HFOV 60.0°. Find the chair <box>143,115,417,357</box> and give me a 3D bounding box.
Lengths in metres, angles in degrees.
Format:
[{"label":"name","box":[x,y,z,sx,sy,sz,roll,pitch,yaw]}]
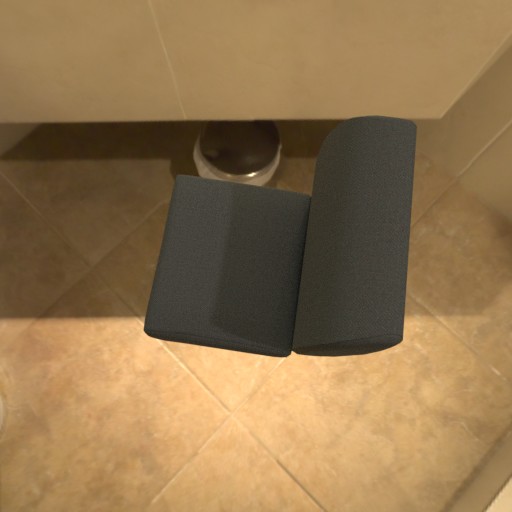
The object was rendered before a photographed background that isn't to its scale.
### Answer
[{"label":"chair","box":[0.000,0.000,1.215,0.592,0.804,0.513,7,75,2]}]
